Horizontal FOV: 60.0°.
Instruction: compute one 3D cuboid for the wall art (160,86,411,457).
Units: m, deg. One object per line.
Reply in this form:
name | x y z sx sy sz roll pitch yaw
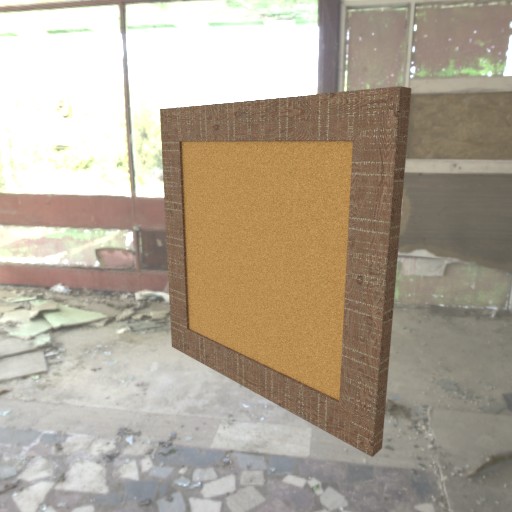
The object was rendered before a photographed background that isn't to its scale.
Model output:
wall art | 0.000 0.000 0.801 0.029 0.531 0.531 -14 20 -43
